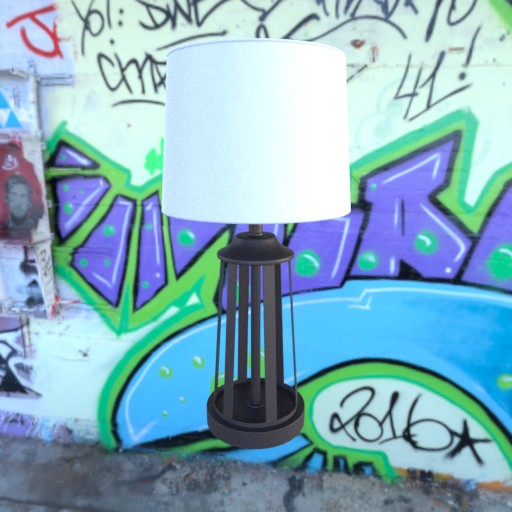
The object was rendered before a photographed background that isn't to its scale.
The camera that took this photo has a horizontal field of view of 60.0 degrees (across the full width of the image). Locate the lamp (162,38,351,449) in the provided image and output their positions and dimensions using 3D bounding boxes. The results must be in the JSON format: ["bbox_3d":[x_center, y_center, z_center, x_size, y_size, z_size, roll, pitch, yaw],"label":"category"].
[{"bbox_3d":[0.000,0.000,0.617,0.251,0.509,0.251,0,14,0],"label":"lamp"}]
